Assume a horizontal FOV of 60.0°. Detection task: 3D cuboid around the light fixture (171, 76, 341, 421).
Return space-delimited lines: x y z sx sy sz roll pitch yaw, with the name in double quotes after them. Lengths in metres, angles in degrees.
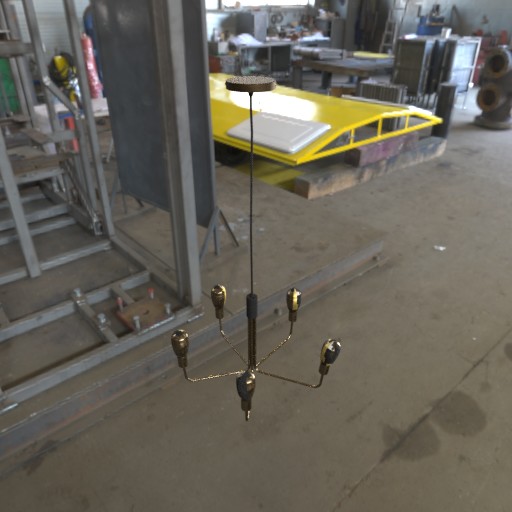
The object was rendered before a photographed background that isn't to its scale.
0.000 0.000 1.429 0.588 1.059 0.532 2 30 3 "light fixture"
